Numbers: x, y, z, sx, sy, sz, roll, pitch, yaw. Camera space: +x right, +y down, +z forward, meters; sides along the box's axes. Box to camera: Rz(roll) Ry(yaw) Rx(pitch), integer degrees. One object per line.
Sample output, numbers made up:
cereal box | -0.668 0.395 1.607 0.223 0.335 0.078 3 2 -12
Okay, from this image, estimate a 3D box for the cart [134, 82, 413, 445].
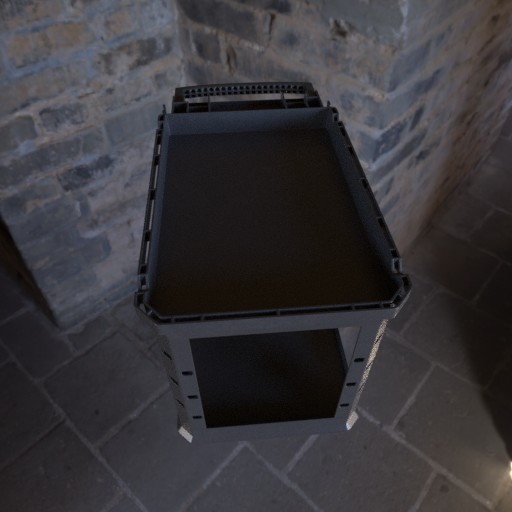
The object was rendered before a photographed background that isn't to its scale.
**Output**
cart | 0.000 0.000 1.761 0.674 0.884 1.239 -4 46 -3
